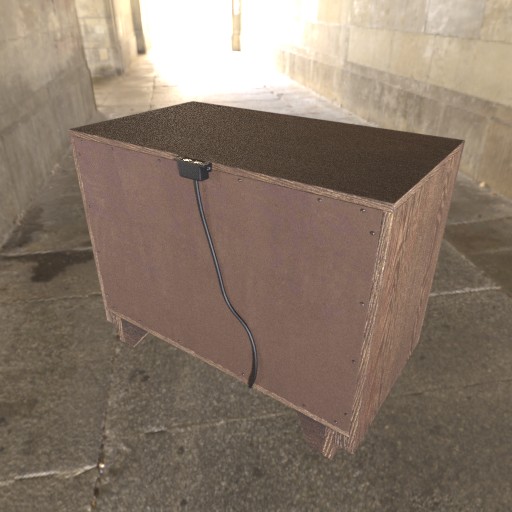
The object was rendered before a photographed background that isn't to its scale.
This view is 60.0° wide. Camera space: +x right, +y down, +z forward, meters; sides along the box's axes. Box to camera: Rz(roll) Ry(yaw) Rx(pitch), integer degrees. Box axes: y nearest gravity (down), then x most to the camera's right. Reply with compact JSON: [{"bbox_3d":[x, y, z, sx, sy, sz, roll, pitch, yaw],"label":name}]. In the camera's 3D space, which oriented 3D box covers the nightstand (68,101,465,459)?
[{"bbox_3d":[0.000,0.000,1.127,0.775,0.612,0.457,19,35,30],"label":"nightstand"}]
